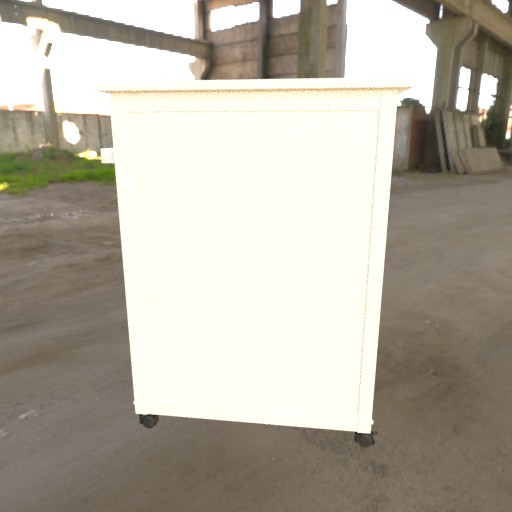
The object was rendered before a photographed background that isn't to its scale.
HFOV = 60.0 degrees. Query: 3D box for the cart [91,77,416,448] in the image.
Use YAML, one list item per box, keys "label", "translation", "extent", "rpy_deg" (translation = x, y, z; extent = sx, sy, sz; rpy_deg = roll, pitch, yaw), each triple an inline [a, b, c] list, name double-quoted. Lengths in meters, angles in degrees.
- label: "cart"
  translation: [0.000, 0.000, 1.225]
  extent: [0.683, 0.864, 0.442]
  rpy_deg: [2, 16, 7]
